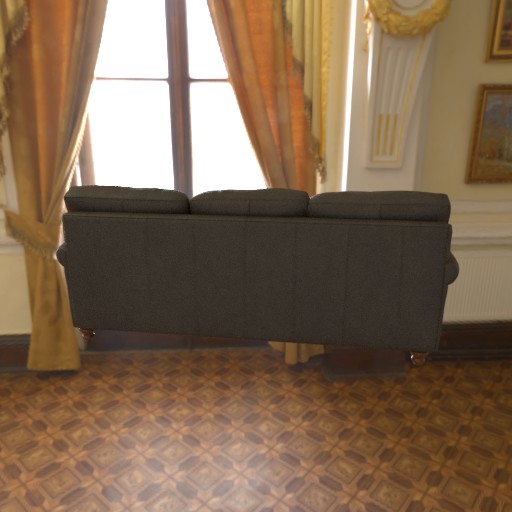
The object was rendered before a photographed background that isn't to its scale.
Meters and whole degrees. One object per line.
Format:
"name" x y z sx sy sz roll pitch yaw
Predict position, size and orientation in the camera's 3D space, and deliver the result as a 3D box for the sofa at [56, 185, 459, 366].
"sofa" 0.000 0.000 2.952 2.387 0.977 0.974 2 16 8
